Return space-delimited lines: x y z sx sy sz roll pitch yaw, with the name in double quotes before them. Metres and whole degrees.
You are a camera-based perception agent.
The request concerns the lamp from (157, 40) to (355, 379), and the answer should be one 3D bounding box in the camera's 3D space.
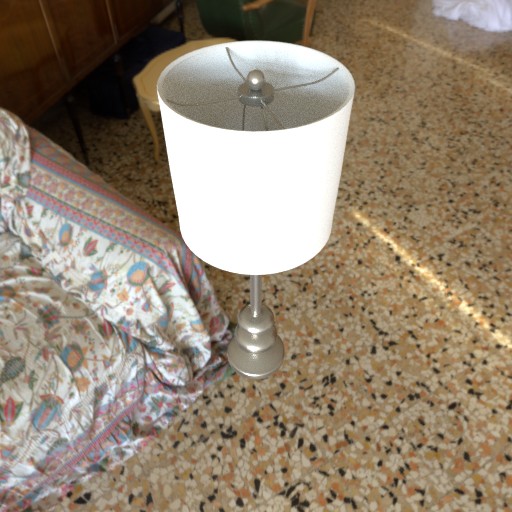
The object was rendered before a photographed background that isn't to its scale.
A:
"lamp" 0.000 0.000 0.815 0.254 0.690 0.254 -16 49 -14
